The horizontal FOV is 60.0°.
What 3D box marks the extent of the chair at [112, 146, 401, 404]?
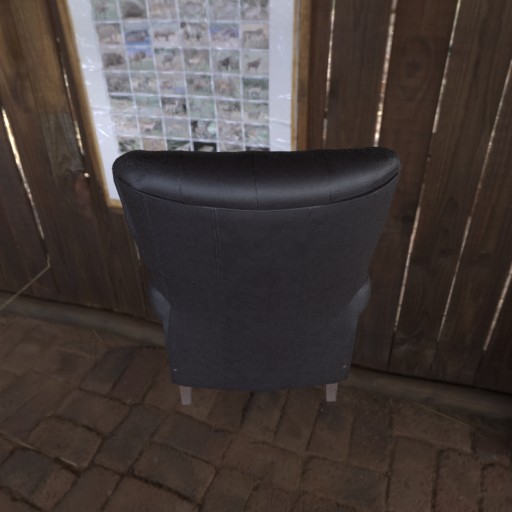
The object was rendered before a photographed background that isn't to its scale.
[{"bbox_3d":[0.000,0.000,1.939,0.948,1.158,1.058,-1,30,-1],"label":"chair"}]
